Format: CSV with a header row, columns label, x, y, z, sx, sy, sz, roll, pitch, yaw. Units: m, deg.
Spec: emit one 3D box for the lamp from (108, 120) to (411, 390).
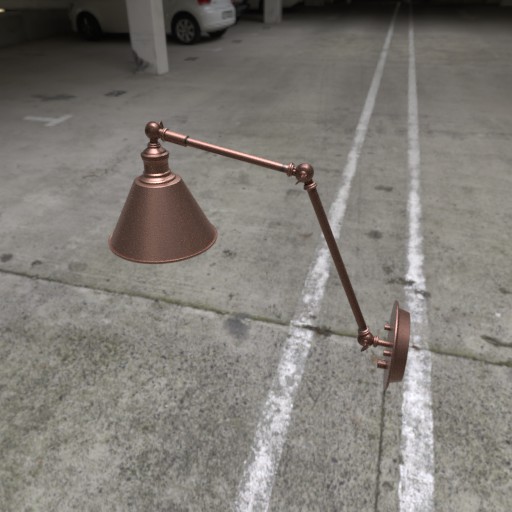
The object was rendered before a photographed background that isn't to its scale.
label,x,y,z,sx,sy,sz,roll,pitch,yaw
lamp,0.000,0.000,0.889,0.624,0.502,0.223,8,30,14
